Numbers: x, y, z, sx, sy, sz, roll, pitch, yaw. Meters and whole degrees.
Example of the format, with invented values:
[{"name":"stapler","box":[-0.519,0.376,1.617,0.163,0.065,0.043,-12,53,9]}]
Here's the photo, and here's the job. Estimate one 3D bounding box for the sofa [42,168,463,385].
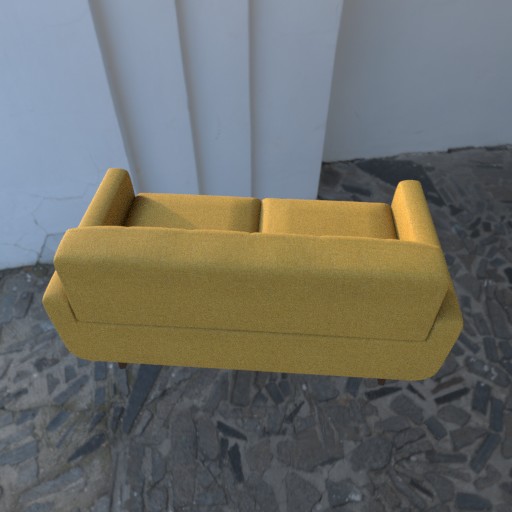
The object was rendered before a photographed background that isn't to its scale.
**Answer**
[{"name":"sofa","box":[0.000,0.000,2.102,1.631,0.841,0.909,3,46,3]}]
